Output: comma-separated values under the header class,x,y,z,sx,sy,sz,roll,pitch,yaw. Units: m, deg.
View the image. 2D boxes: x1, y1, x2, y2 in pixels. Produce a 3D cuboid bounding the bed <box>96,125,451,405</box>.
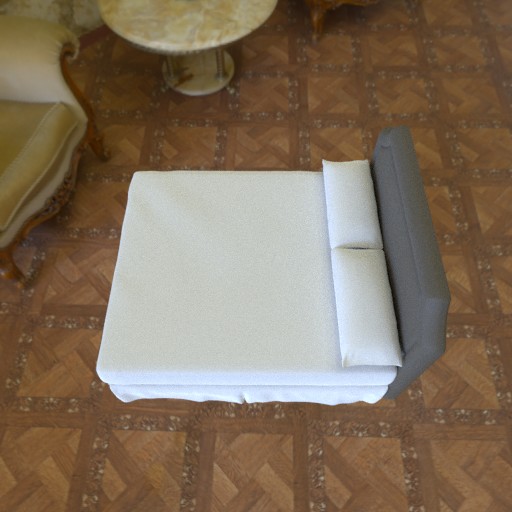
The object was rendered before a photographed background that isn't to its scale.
class,x,y,z,sx,sy,sz,roll,pitch,yaw
bed,0.000,0.000,3.885,2.536,1.561,2.194,0,59,0
